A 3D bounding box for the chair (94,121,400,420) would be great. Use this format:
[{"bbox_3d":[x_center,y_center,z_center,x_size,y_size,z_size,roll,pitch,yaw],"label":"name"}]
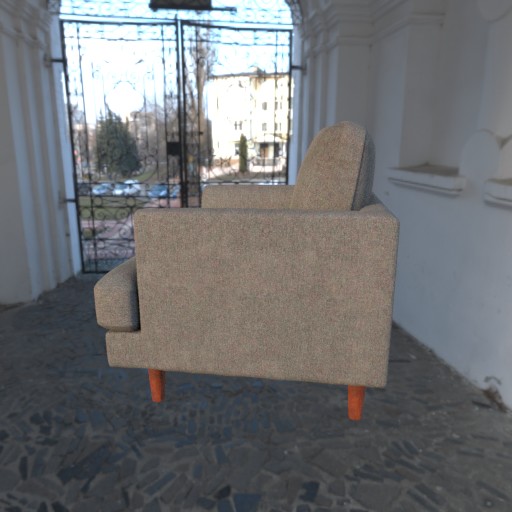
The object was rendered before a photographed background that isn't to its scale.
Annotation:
[{"bbox_3d":[0.000,0.000,1.675,0.899,0.957,0.858,2,15,8],"label":"chair"}]
